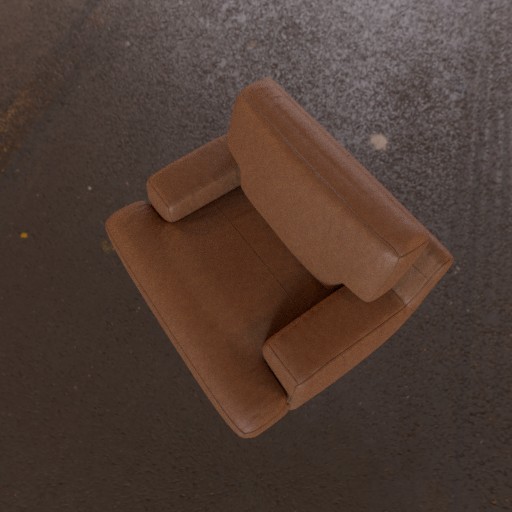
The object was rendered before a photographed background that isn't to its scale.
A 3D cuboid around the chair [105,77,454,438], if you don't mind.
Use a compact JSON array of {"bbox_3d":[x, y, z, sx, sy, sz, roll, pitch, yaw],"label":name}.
[{"bbox_3d":[0.000,0.000,2.053,1.050,0.978,1.276,-32,67,-15],"label":"chair"}]
